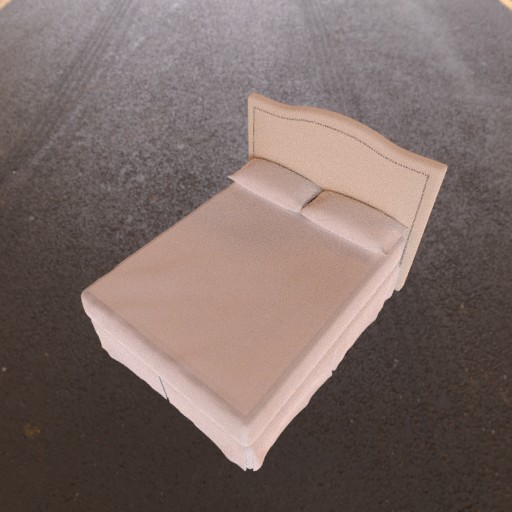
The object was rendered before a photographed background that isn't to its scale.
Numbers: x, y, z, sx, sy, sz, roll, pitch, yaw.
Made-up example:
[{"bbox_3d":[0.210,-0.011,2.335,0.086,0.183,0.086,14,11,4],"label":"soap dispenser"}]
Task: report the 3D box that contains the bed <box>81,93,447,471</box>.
[{"bbox_3d":[0.000,0.000,3.350,1.753,1.460,2.143,30,53,26],"label":"bed"}]
